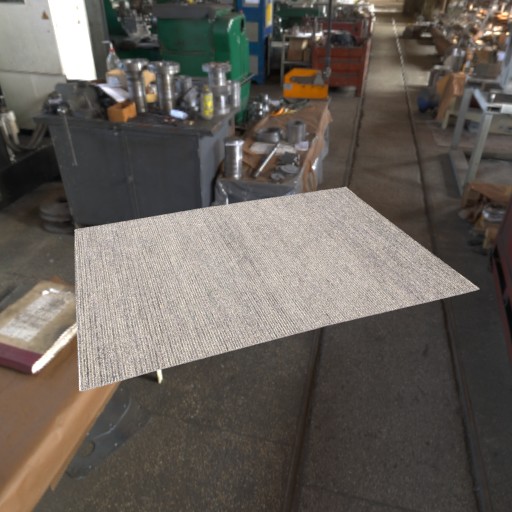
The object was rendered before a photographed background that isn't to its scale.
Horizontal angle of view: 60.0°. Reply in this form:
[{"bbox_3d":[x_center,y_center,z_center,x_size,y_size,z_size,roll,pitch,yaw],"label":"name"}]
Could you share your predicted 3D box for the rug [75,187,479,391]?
[{"bbox_3d":[0.000,0.000,2.991,2.307,0.030,1.604,-11,34,-16],"label":"rug"}]
